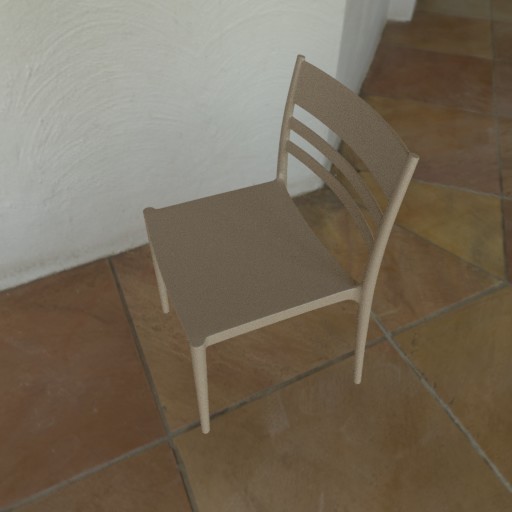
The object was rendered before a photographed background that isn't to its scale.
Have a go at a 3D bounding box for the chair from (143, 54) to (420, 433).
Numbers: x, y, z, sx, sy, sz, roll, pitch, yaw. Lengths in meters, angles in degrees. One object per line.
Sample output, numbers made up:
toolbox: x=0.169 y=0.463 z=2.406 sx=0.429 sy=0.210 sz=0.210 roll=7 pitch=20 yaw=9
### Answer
chair: x=0.000 y=0.000 z=1.163 sx=0.511 sy=0.800 sz=0.531 roll=-17 pitch=49 yaw=-15
